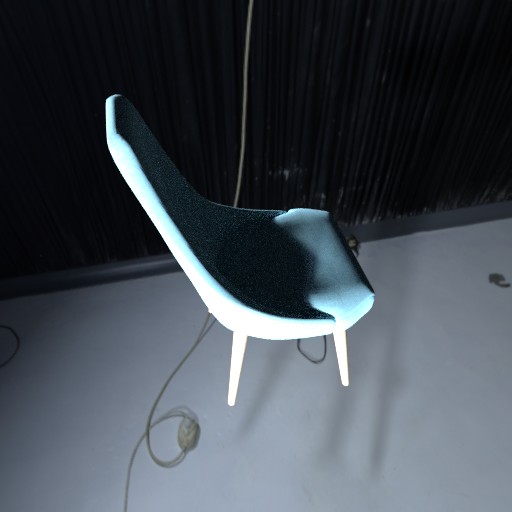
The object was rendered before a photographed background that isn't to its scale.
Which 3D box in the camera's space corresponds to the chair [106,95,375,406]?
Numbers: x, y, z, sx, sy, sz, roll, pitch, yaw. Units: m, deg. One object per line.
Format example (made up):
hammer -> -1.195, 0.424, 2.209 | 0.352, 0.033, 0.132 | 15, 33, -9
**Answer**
chair -> 0.000, 0.000, 1.372 | 0.660, 1.040, 0.510 | -10, 48, -9
